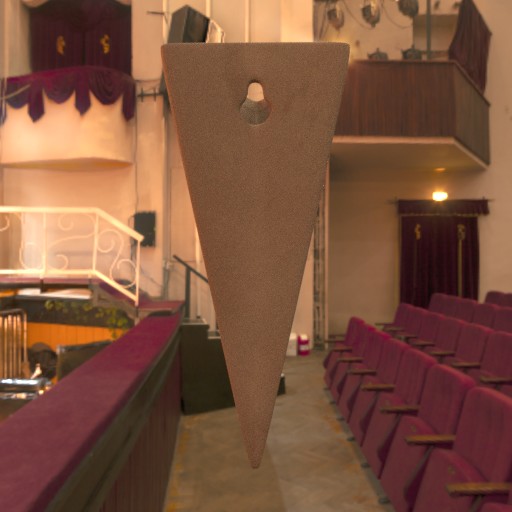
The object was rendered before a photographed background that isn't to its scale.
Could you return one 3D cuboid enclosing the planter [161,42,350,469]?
[{"bbox_3d":[0.000,0.000,0.271,0.101,0.224,0.081,0,-1,1],"label":"planter"}]
